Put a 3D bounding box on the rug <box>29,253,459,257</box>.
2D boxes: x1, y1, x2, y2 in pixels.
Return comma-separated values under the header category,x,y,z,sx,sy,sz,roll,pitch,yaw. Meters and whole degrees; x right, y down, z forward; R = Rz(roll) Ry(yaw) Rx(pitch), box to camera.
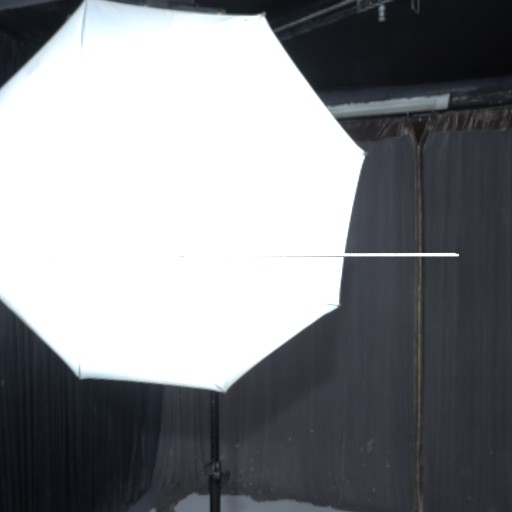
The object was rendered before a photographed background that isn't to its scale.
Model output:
category,x,y,z,sx,sy,sz,roll,pitch,yaw
rug,0.000,0.000,3.544,2.746,0.018,1.819,0,0,17
